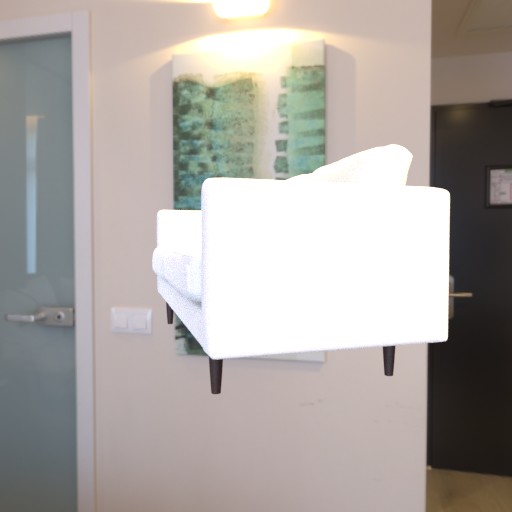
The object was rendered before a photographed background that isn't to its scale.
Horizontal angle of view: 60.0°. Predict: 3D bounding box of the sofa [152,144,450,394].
[{"bbox_3d":[0.000,0.000,2.257,0.940,0.893,1.713,-1,2,-17],"label":"sofa"}]
